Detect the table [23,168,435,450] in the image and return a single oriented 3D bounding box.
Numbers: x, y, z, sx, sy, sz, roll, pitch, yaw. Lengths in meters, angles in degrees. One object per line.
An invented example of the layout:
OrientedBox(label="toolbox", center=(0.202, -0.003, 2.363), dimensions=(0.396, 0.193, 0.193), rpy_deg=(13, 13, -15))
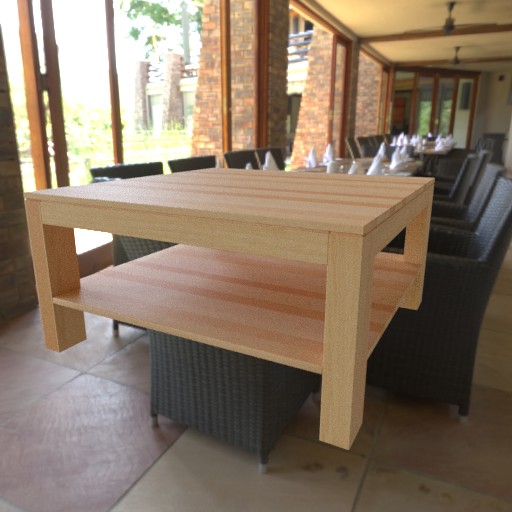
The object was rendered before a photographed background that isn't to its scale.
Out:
OrientedBox(label="table", center=(0.000, 0.000, 1.396), dimensions=(0.900, 0.450, 0.900), rpy_deg=(8, 18, 27))
